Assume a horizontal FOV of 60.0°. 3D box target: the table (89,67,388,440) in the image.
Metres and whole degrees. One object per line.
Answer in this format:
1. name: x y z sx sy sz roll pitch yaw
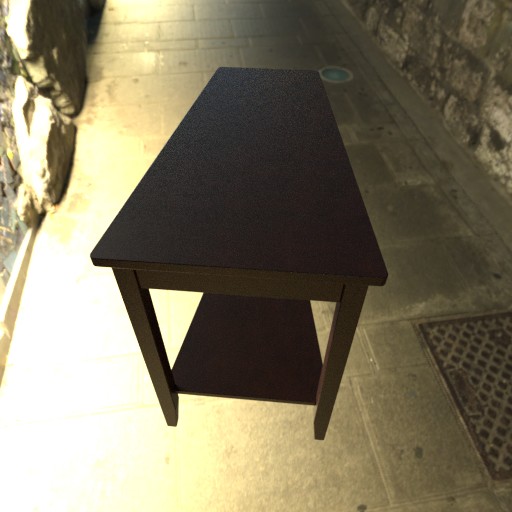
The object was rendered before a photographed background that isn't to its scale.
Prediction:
1. table: 0.000 0.000 1.003 0.399 0.589 0.605 4 47 4
